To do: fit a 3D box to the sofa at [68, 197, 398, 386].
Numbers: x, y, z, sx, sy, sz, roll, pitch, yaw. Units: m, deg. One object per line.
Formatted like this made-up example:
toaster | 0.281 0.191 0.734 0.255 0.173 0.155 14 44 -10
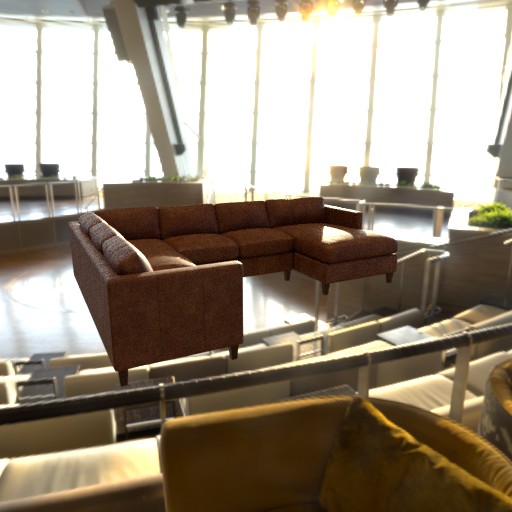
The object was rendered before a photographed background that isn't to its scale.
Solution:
sofa | 0.000 0.000 4.573 3.324 0.888 2.452 -7 16 -27
